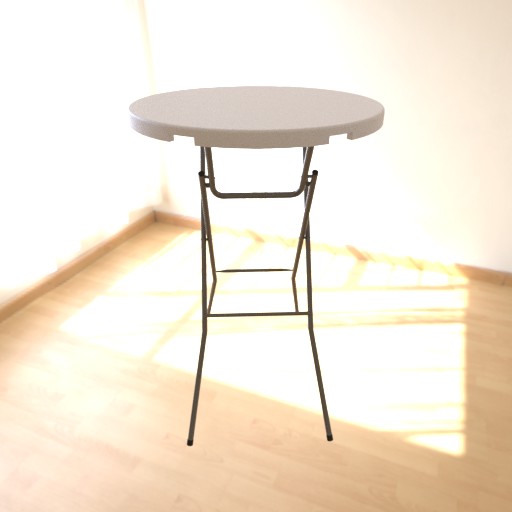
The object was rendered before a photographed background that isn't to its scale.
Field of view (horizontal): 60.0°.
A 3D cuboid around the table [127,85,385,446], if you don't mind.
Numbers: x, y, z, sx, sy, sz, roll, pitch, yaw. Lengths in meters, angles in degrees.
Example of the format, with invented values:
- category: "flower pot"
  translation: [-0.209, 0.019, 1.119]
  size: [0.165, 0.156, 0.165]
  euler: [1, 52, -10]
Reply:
- category: "table"
  translation: [0.000, 0.000, 1.665]
  size: [0.792, 1.105, 0.795]
  euler: [-1, 28, -2]
